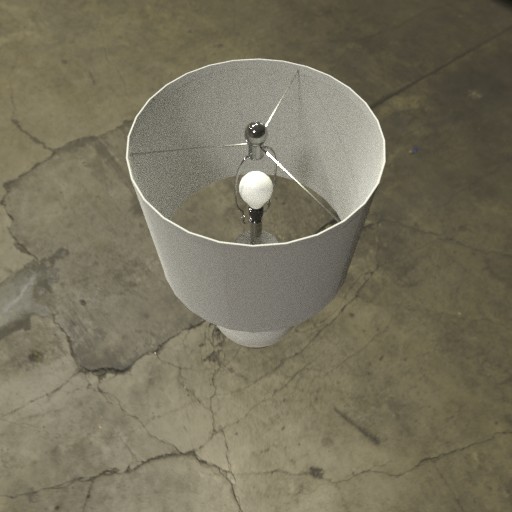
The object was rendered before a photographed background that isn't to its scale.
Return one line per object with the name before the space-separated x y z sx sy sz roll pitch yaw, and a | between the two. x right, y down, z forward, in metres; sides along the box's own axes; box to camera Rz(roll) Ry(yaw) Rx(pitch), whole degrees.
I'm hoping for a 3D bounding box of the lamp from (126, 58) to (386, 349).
lamp | 0.000 0.000 0.877 0.357 0.673 0.357 -33 64 -18
